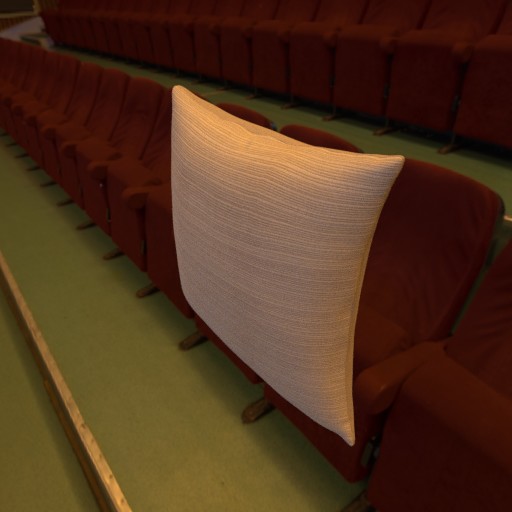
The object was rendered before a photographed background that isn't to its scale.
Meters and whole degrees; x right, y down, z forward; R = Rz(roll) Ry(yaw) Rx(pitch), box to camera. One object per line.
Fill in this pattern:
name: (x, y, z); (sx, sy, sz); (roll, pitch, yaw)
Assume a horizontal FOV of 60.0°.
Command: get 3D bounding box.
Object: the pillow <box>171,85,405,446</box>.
pillow: (0.000, 0.000, 0.777); (0.204, 0.497, 0.512); (-22, 37, -32)
